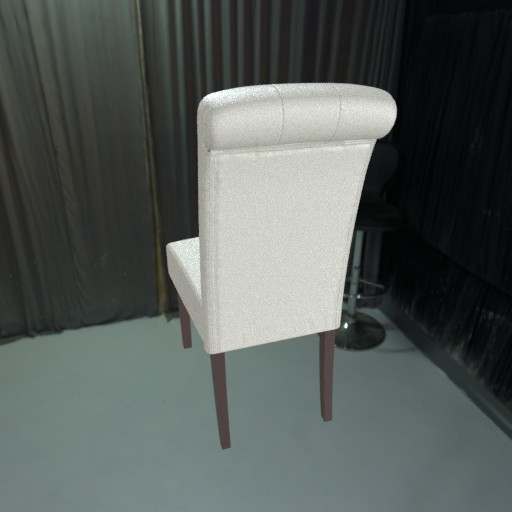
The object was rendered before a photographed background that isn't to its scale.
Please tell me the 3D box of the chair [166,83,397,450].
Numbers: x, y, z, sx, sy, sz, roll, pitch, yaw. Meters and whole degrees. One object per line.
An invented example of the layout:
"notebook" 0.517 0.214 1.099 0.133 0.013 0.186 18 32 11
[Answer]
"chair" 0.000 0.000 1.332 0.456 1.006 0.671 -8 27 -17
